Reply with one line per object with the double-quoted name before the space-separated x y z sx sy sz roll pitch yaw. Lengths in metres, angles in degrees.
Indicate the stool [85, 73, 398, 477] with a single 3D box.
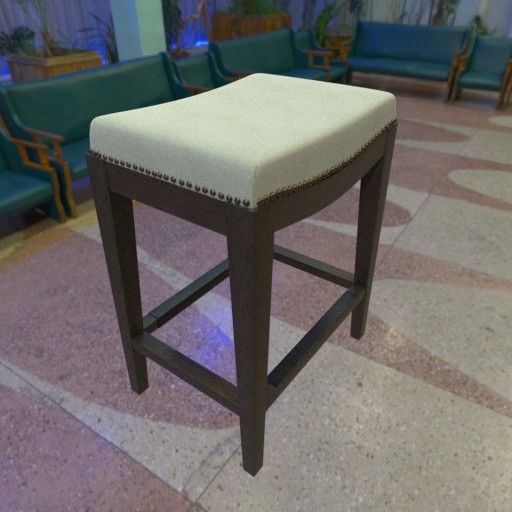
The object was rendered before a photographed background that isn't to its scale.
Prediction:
"stool" 0.000 0.000 0.949 0.361 0.642 0.500 22 39 30
